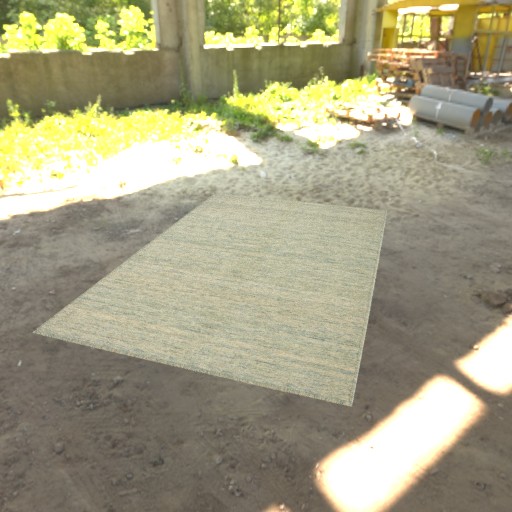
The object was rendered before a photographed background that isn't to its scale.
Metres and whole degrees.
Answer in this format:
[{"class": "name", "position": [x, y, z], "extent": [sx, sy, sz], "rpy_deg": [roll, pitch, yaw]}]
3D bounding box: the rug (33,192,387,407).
[{"class": "rug", "position": [0.000, 0.000, 2.362], "extent": [1.250, 0.015, 1.850], "rpy_deg": [8, 28, 16]}]
